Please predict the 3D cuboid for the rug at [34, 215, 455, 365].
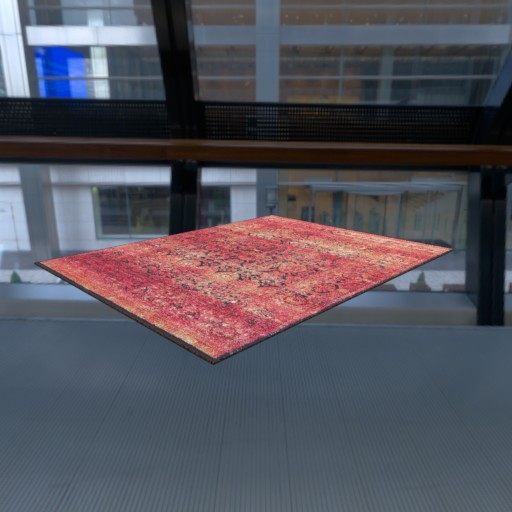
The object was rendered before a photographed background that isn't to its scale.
[{"bbox_3d":[0.000,0.000,4.055,2.411,0.020,3.032,16,22,43],"label":"rug"}]
